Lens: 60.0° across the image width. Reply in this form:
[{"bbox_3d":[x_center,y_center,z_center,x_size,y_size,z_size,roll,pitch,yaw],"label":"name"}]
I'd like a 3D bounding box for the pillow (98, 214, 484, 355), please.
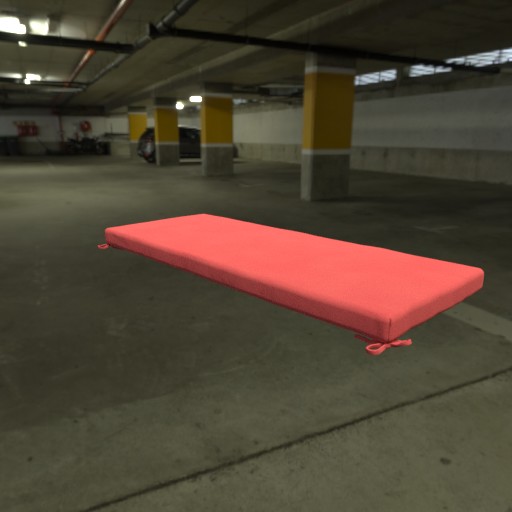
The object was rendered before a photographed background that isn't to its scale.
[{"bbox_3d":[0.000,0.000,1.342,0.492,0.081,1.187,-14,20,-42],"label":"pillow"}]
